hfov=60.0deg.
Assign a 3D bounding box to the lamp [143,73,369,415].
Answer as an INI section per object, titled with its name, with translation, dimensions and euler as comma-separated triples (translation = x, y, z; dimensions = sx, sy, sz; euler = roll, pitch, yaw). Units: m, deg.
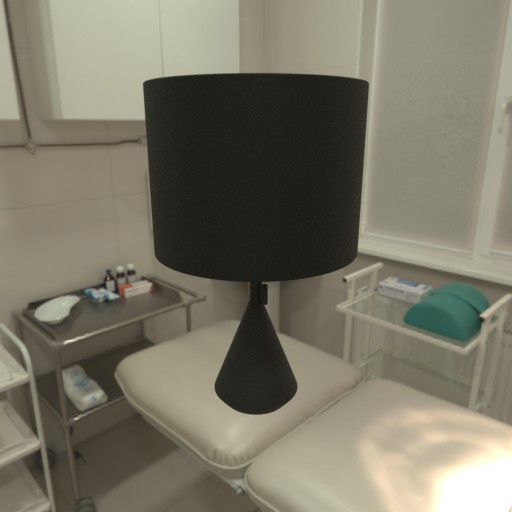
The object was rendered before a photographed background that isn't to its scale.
[lamp]
translation = 0.000, 0.000, 0.807
dimensions = 0.359, 0.584, 0.359
euler = 16, 23, 42
